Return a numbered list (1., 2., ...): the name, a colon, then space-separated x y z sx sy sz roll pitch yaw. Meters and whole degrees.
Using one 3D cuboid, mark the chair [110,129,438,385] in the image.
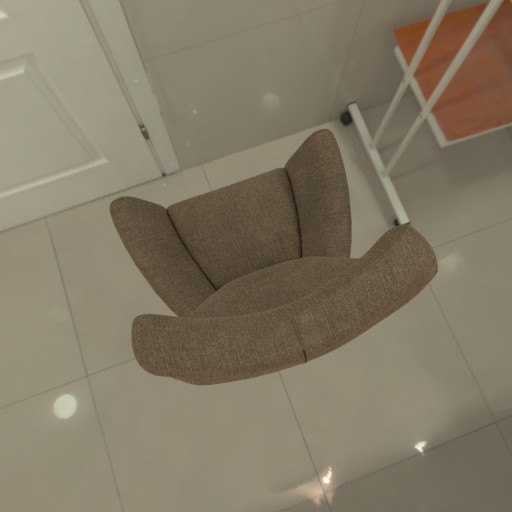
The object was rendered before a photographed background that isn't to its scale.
1. chair: 0.000 0.000 1.765 0.980 1.040 0.900 -20 76 -5
